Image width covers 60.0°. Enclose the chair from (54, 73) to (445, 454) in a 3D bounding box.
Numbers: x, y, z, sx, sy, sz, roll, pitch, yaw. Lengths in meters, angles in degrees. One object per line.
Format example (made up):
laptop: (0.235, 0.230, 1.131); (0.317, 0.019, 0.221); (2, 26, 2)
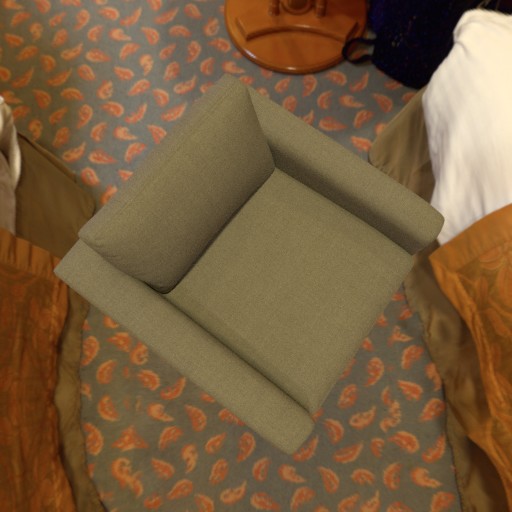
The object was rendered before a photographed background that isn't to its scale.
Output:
chair: (0.000, 0.000, 1.822); (1.100, 0.847, 1.070); (35, 78, 9)
